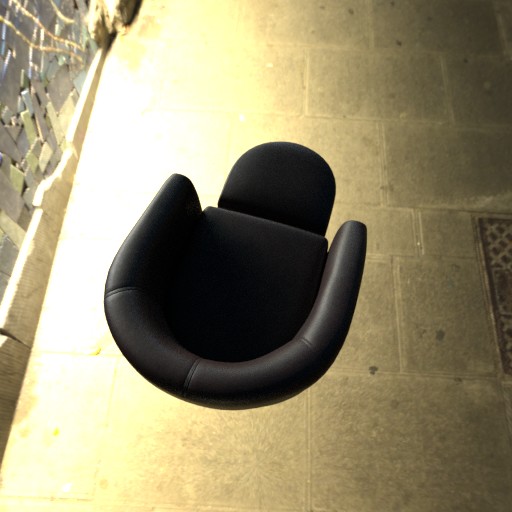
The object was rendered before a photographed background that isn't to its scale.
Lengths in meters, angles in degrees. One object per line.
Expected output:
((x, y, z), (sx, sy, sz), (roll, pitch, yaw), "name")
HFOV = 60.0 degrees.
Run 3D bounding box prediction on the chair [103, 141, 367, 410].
((0.000, 0.000, 1.658), (0.737, 0.755, 1.176), (16, 66, 7), "chair")
